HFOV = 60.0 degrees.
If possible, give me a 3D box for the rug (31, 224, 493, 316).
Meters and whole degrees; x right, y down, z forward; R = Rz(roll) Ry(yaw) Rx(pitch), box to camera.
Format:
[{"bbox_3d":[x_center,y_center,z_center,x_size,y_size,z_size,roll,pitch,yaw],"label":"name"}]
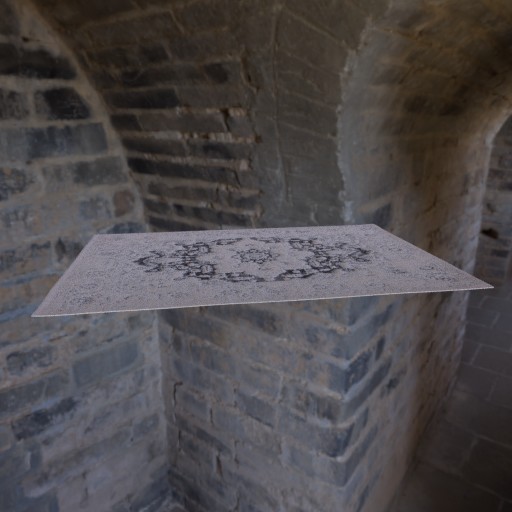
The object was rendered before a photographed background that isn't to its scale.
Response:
[{"bbox_3d":[0.000,0.000,2.277,1.813,0.008,1.223,-3,17,-9],"label":"rug"}]
